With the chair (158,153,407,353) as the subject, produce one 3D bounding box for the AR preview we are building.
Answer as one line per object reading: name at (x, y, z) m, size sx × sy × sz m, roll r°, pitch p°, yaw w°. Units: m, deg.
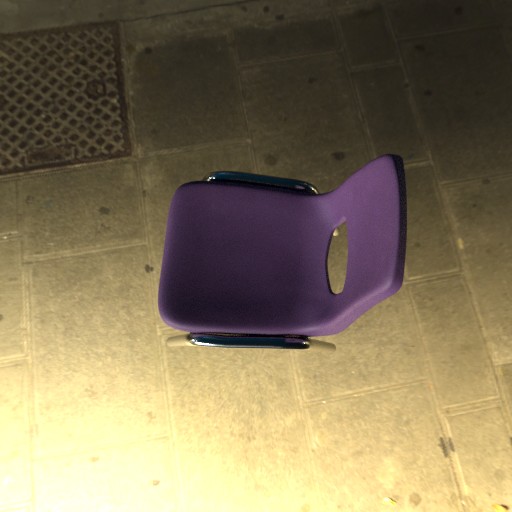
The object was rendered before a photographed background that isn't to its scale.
chair at (0.000, 0.000, 0.856) m, size 0.419 × 0.584 × 0.356 m, roll 4°, pitch 77°, yaw 1°
